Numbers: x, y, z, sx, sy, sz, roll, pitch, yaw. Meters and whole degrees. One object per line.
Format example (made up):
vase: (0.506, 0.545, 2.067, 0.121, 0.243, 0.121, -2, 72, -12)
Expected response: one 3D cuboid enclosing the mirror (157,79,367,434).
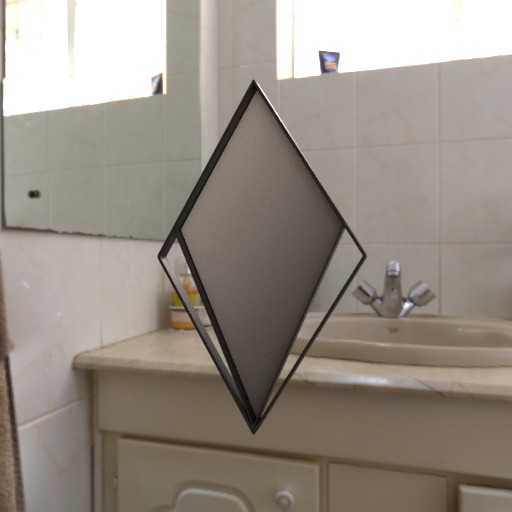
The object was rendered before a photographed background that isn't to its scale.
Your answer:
mirror: (0.000, 0.000, 0.861, 0.419, 0.679, 0.032, 0, -1, 19)
